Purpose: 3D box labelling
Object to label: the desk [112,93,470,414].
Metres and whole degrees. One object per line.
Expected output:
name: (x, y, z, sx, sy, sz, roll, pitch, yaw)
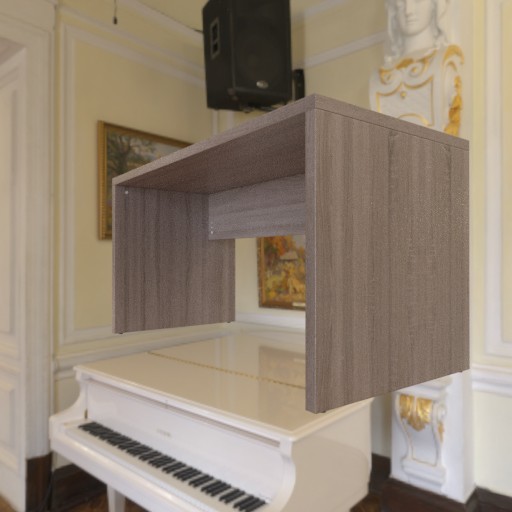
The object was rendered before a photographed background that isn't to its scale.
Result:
desk: (0.000, 0.000, 1.777, 0.690, 0.745, 1.380, 0, 0, -37)
